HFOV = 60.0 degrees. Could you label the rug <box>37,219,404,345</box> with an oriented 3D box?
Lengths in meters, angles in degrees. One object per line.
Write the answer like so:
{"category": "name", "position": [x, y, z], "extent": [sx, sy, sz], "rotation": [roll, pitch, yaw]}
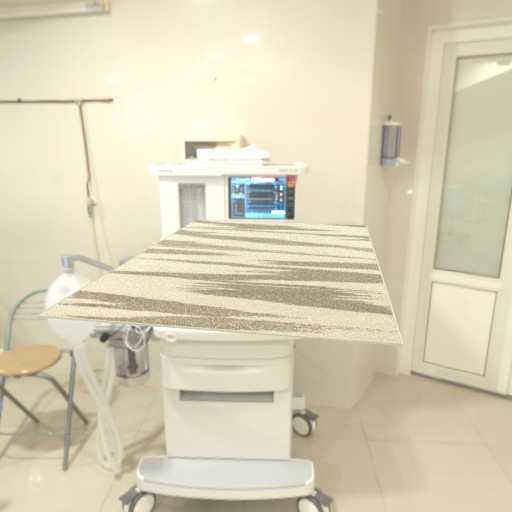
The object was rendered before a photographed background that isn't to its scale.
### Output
{"category": "rug", "position": [0.000, 0.000, 2.290], "extent": [1.225, 0.008, 1.827], "rotation": [3, 16, 10]}
